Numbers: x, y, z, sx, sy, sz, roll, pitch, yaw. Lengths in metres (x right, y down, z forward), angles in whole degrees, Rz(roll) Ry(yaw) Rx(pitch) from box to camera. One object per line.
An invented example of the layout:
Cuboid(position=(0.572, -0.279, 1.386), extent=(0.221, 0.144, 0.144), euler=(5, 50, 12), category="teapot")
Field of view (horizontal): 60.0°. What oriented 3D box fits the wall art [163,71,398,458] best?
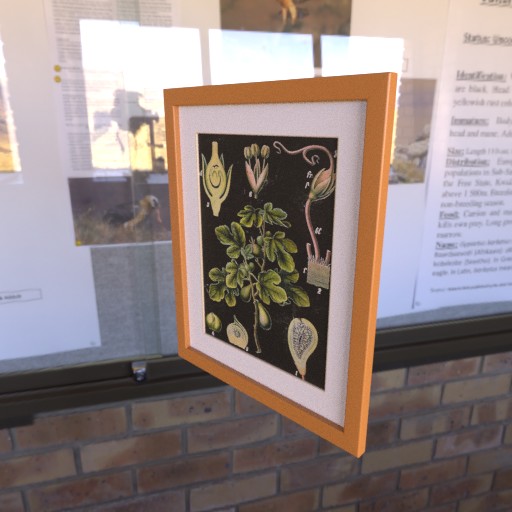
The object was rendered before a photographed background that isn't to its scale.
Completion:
Cuboid(position=(0.000, 0.000, 0.518), extent=(0.310, 0.379, 0.015), euler=(16, 23, 41), category="wall art")
